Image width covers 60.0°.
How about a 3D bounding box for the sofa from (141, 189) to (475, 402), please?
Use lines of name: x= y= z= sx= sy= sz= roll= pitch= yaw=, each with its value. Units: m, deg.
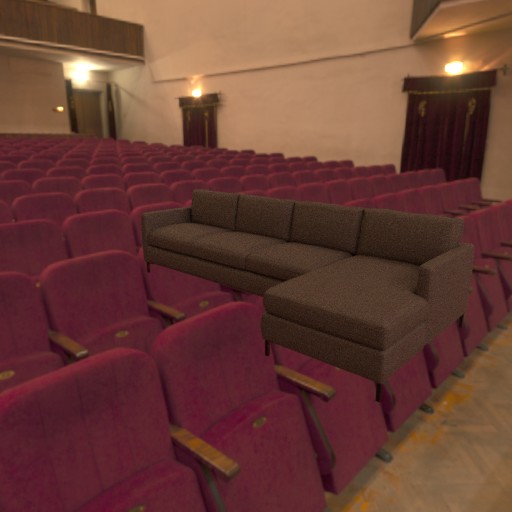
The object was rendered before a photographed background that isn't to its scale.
sofa: x=0.000 y=0.000 z=3.901 sx=3.221 sy=0.892 sz=1.483 roll=13 pitch=19 yaw=41
